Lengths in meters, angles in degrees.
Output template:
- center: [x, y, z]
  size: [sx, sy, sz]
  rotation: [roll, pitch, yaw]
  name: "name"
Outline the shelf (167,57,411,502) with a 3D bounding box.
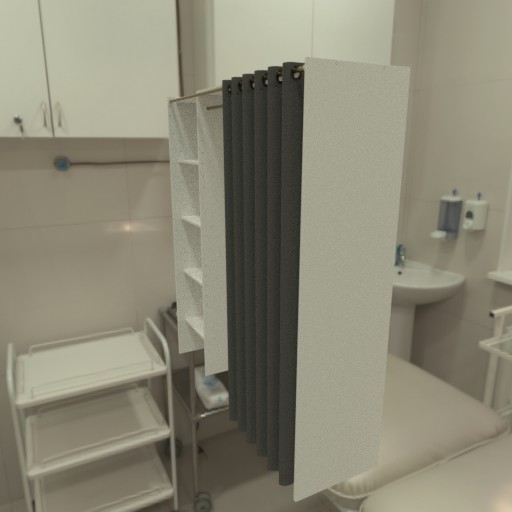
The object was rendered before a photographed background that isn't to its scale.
- center: [0.000, 0.000, 2.502]
  size: [0.500, 1.810, 1.600]
  rotation: [-8, 16, -27]
  name: "shelf"
